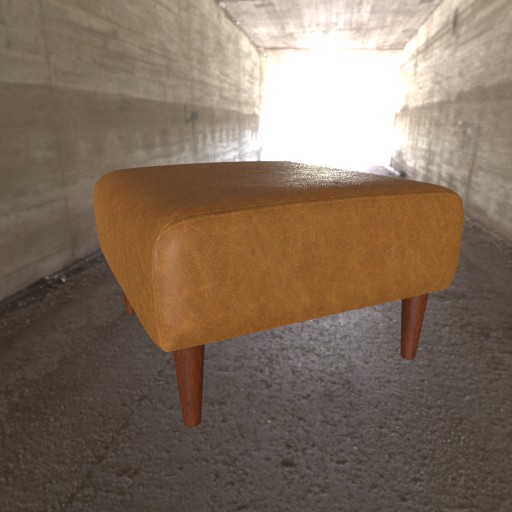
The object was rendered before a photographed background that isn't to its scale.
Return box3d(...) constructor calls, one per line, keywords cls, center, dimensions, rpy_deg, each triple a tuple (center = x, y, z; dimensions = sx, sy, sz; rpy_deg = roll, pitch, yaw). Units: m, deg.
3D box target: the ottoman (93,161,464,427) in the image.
box3d(cls="ottoman", center=(0.000, 0.000, 1.052), dimensions=(0.650, 0.399, 0.650), rpy_deg=(-8, 19, -25))
